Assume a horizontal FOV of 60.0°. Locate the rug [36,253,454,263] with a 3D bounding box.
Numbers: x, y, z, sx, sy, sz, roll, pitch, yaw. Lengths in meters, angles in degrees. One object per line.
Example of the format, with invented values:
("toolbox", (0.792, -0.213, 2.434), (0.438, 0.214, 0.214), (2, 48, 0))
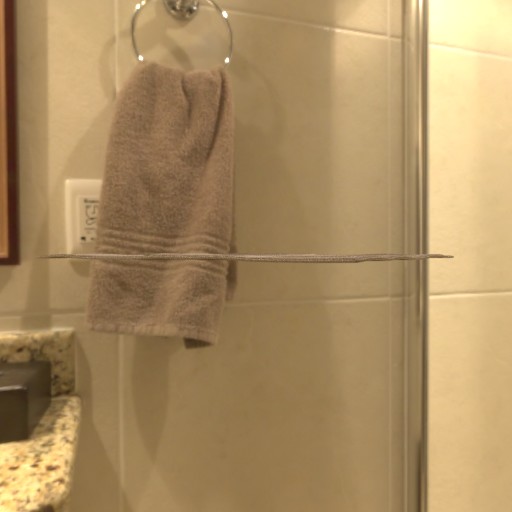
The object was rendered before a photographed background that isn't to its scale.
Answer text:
("rug", (0.000, 0.000, 0.881), (0.642, 0.008, 0.551), (0, 1, 34))
